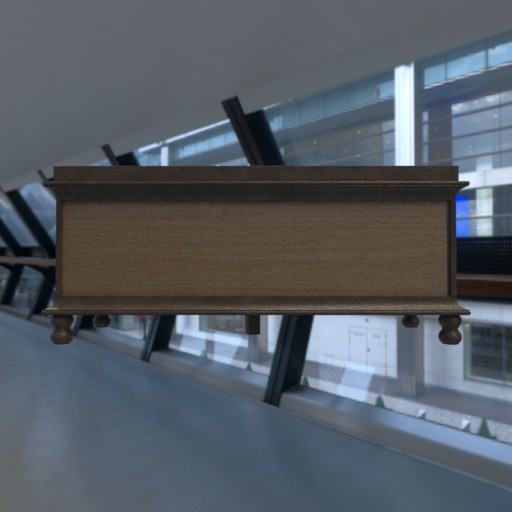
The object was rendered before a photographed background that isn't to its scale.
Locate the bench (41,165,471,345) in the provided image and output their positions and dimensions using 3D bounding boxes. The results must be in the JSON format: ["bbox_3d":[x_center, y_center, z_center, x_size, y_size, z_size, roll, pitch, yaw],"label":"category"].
[{"bbox_3d":[0.000,0.000,1.425,1.185,0.501,0.402,0,-1,0],"label":"bench"}]
